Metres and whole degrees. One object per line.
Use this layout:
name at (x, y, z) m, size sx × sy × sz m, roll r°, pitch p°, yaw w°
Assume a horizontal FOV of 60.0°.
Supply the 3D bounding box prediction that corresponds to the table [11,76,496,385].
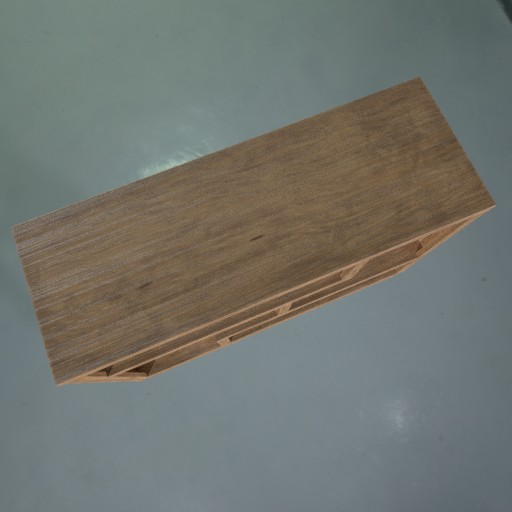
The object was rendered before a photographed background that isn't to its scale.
table at (0.000, 0.000, 1.482) m, size 1.151 × 0.771 × 0.410 m, roll -22°, pitch 76°, yaw -6°
